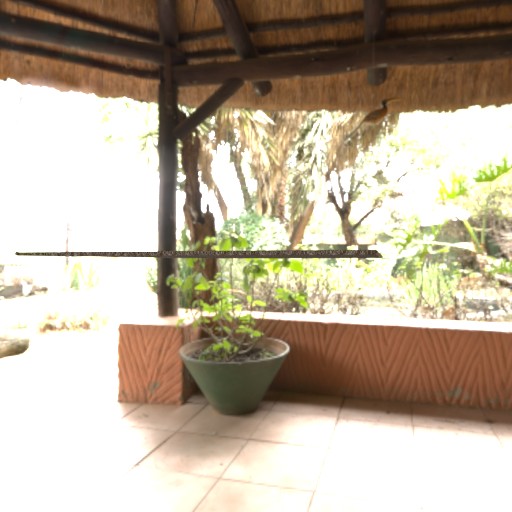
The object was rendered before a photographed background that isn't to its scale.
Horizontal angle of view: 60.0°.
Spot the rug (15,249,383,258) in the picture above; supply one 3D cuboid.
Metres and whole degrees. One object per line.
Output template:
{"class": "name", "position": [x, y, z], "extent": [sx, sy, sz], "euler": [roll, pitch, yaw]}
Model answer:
{"class": "rug", "position": [0.000, 0.000, 2.240], "extent": [1.224, 0.016, 1.832], "euler": [0, -1, 16]}
